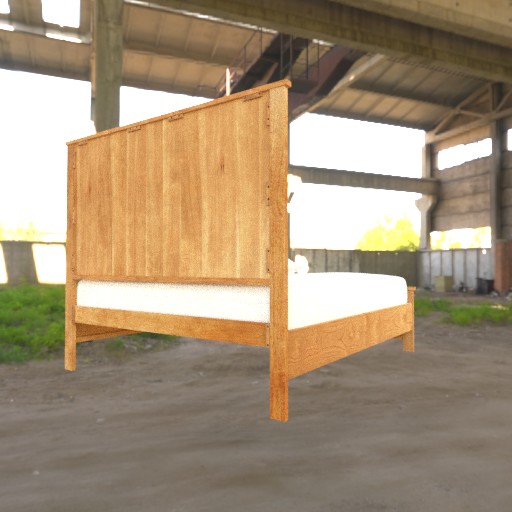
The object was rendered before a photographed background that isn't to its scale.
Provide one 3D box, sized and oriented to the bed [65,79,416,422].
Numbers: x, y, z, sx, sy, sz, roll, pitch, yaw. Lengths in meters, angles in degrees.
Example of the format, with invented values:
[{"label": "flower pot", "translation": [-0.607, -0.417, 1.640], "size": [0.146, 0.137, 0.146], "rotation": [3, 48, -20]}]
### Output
[{"label": "bed", "translation": [0.000, 0.000, 4.168], "size": [2.225, 1.938, 2.530], "rotation": [-1, -2, 35]}]
